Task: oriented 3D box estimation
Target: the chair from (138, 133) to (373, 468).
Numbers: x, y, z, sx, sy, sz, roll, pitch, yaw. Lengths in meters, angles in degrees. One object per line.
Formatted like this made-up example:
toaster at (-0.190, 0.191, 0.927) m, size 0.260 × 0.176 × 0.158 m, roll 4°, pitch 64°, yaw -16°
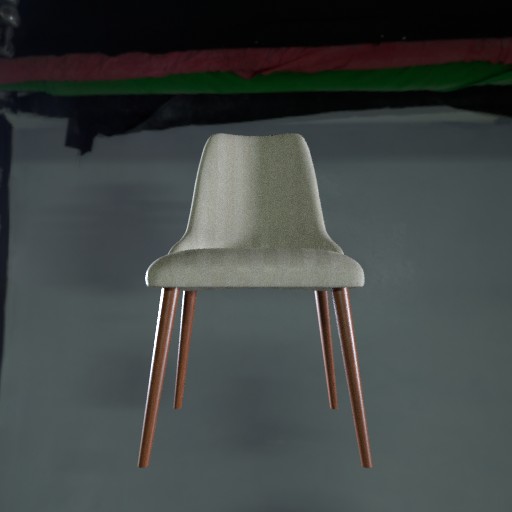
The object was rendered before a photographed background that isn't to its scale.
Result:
chair at (0.000, 0.000, 1.289) m, size 0.526 × 0.917 × 0.684 m, roll 0°, pitch -2°, yaw 0°
